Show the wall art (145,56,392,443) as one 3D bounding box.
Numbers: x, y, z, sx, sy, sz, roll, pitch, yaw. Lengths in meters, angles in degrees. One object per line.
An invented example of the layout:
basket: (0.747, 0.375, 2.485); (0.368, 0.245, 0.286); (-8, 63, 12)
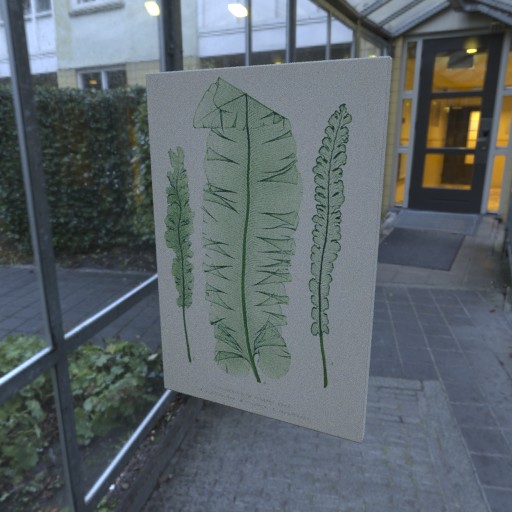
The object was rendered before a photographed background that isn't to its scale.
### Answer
wall art: (0.000, 0.000, 1.154); (0.610, 0.914, 0.038); (7, 17, 24)
